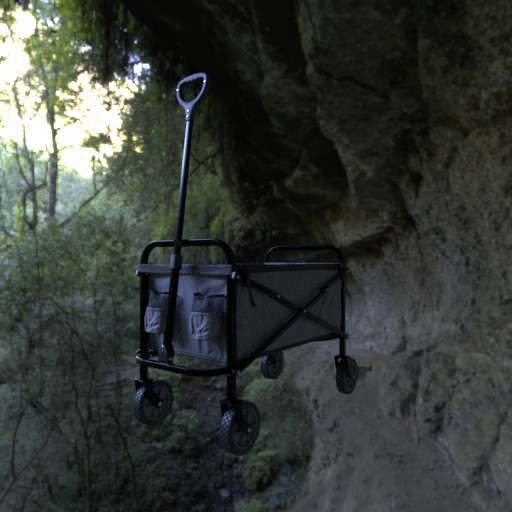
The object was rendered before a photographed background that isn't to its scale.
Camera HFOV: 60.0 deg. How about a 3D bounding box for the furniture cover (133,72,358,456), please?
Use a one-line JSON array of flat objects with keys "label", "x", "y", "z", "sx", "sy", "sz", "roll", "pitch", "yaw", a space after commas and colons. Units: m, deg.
[{"label": "furniture cover", "x": 0.000, "y": 0.000, "z": 1.880, "sx": 0.532, "sy": 1.295, "sz": 1.038, "roll": 0, "pitch": -1, "yaw": 37}]
